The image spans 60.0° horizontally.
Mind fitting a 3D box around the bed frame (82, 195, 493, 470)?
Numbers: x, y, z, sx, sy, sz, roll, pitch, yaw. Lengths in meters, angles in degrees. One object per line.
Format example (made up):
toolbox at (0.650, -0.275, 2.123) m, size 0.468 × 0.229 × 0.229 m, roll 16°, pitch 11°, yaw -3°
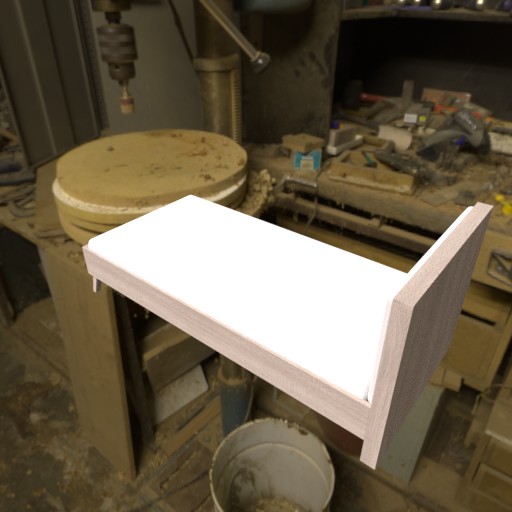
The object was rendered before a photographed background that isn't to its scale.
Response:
bed frame at (0.000, 0.000, 2.617) m, size 2.140 × 0.920 × 0.990 m, roll 23°, pitch 39°, yaw 32°
